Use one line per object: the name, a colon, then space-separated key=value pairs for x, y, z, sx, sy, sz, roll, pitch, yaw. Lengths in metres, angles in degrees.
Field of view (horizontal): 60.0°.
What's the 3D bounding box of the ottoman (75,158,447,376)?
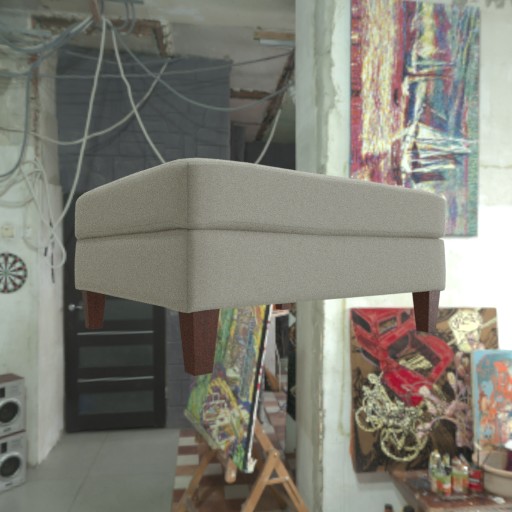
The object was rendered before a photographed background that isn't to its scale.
ottoman: x=0.000 y=0.000 z=1.485 sx=0.976 sy=0.492 sz=0.836 roll=0 pitch=0 yaw=-37
